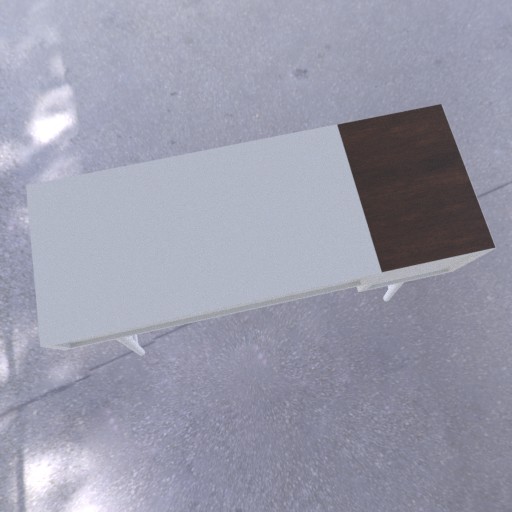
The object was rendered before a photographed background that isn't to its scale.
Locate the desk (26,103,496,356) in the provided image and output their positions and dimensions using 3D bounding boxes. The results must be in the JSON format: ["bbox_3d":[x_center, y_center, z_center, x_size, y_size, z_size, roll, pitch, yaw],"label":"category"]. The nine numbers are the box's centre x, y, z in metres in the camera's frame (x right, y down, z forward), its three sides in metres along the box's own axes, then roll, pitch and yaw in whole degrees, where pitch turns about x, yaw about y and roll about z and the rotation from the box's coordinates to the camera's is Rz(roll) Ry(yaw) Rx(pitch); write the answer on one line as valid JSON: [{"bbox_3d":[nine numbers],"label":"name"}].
[{"bbox_3d":[0.000,0.000,1.433,1.069,0.761,0.409,-12,75,-3],"label":"desk"}]
